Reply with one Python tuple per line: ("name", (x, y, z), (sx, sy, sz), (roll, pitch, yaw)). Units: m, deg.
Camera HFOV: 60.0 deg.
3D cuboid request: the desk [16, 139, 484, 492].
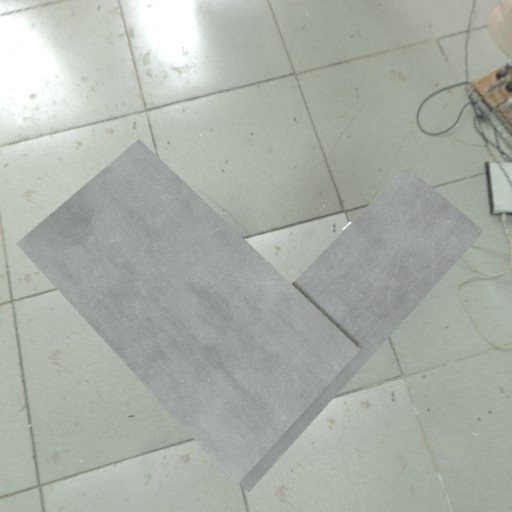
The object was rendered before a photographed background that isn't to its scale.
("desk", (0.000, 0.000, 2.260), (1.400, 0.740, 1.500), (44, 80, 10))
